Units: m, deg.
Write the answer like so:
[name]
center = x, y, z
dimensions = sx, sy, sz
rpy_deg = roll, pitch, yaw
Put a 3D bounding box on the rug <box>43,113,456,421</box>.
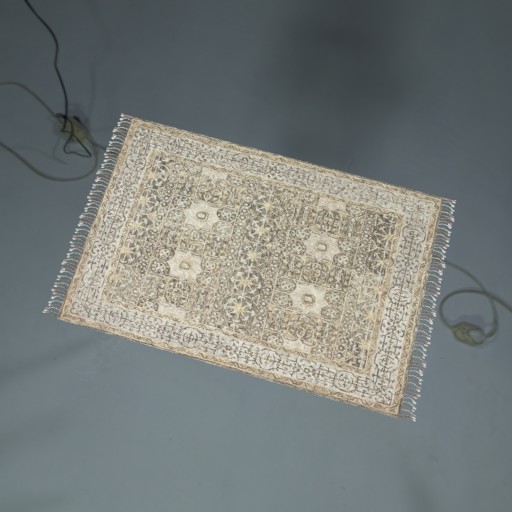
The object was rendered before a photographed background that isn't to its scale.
[rug]
center = 0.000, 0.000, 2.439
dimensions = 2.029, 0.010, 1.237
rpy_deg = 15, 78, 3
